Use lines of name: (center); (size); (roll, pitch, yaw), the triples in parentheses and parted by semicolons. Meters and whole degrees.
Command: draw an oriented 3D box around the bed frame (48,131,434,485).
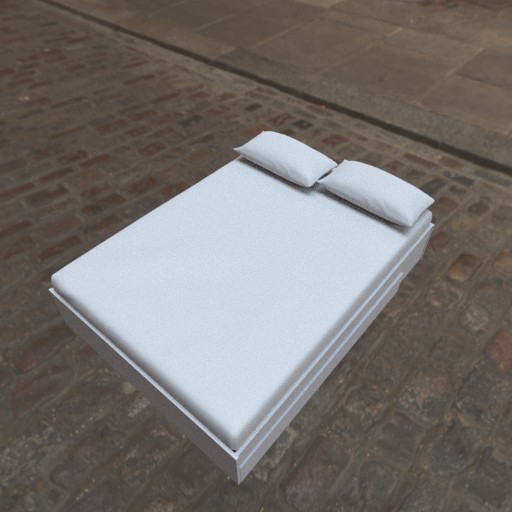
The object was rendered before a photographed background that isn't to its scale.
bed frame: (0.000, 0.000, 2.719); (1.450, 0.629, 1.950); (31, 53, 27)
